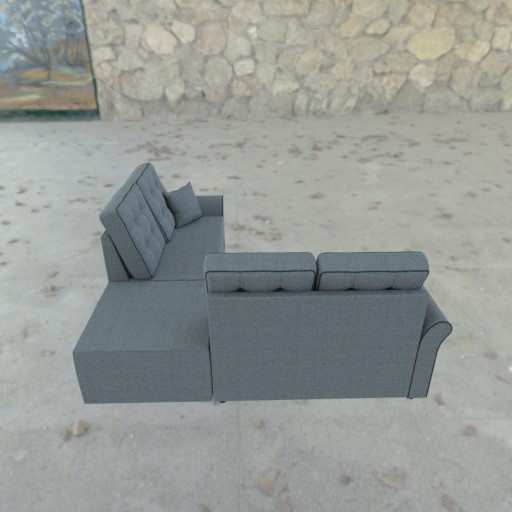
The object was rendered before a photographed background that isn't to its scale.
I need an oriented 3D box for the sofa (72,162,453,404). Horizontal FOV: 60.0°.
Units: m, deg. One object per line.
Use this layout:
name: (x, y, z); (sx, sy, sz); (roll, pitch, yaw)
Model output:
sofa: (0.000, 0.000, 3.320); (2.068, 0.988, 2.070); (-1, 28, -1)
